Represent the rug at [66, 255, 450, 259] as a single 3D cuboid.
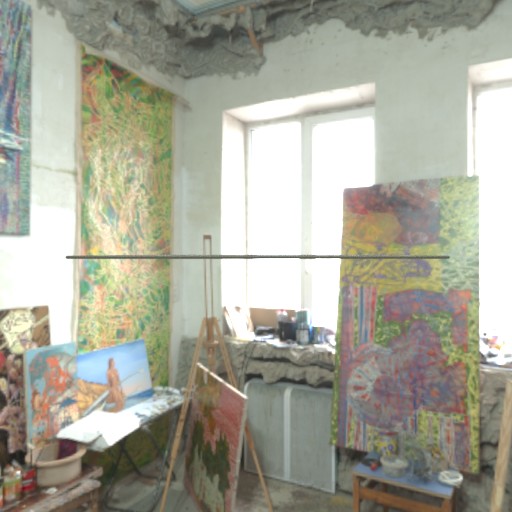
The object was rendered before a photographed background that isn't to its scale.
[{"bbox_3d":[0.000,0.000,2.880,1.526,0.014,2.290,0,0,-1],"label":"rug"}]
